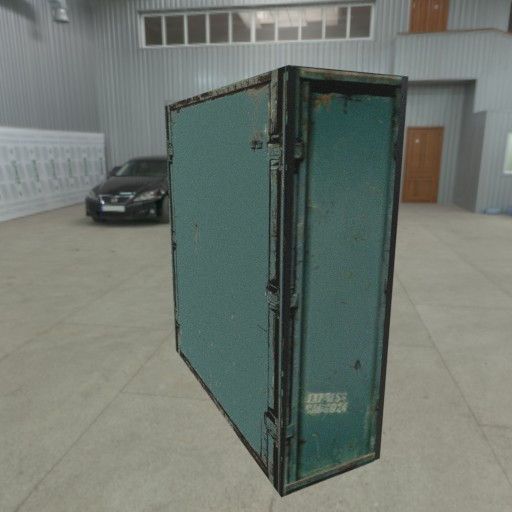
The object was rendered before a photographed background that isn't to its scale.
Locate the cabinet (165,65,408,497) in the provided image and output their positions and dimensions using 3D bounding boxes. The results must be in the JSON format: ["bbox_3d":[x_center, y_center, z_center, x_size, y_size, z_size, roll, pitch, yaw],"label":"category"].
[{"bbox_3d":[0.000,0.000,3.141,0.680,2.160,2.000,-7,15,-25],"label":"cabinet"}]
